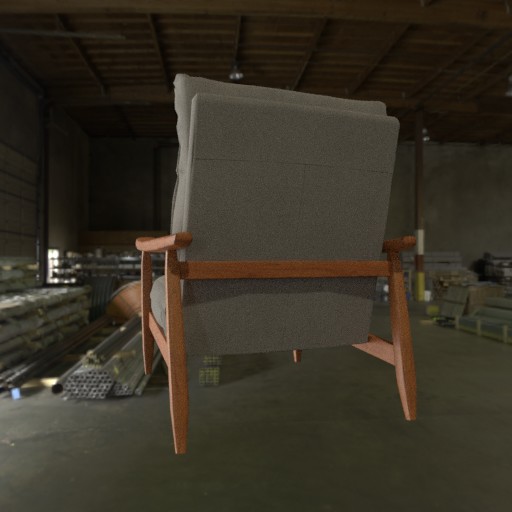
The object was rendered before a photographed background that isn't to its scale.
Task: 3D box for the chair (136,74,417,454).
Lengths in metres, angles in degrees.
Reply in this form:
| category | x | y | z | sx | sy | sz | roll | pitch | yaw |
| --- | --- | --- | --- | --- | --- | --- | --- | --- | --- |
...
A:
| category | x | y | z | sx | sy | sz | roll | pitch | yaw |
| --- | --- | --- | --- | --- | --- | --- | --- | --- | --- |
| chair | 0.000 | 0.000 | 1.504 | 0.782 | 0.922 | 0.816 | 0 | 0 | -19 |
